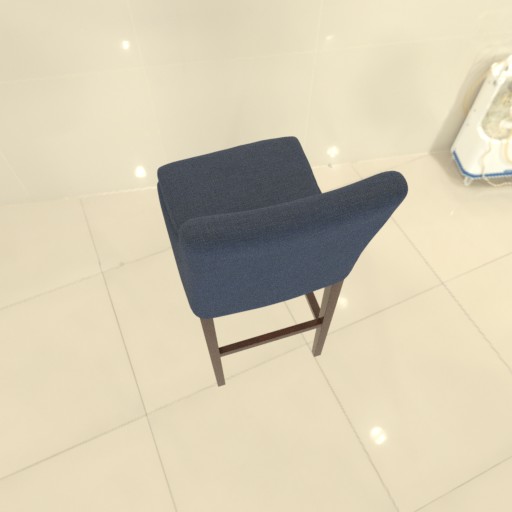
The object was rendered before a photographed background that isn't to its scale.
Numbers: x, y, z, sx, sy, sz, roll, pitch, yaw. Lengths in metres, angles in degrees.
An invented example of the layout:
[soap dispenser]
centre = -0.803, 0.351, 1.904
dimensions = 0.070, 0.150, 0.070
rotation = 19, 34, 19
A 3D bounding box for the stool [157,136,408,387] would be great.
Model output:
[stool]
centre = 0.000, 0.000, 1.331
dimensions = 0.470, 1.078, 0.577
rotation = -15, 59, -9
